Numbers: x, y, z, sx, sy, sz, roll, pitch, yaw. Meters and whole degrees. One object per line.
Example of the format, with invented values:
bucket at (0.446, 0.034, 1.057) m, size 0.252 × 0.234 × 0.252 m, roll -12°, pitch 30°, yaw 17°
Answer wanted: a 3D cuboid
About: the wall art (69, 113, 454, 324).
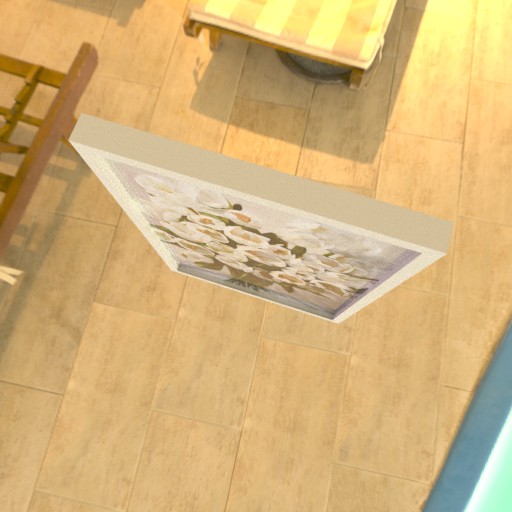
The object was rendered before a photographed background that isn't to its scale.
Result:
wall art at (0.000, 0.000, 0.536) m, size 0.293 × 0.428 × 0.025 m, roll 17°, pitch 75°, yaw 5°
